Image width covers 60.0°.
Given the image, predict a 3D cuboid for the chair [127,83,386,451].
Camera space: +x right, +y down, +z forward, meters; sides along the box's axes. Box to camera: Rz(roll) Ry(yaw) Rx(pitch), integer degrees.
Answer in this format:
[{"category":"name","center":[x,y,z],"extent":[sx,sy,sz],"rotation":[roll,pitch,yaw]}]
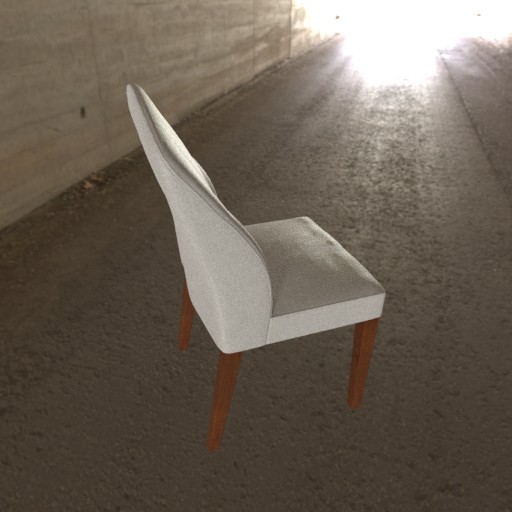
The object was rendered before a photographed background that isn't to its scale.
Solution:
[{"category":"chair","center":[0.000,0.000,1.188],"extent":[0.540,0.893,0.472],"rotation":[-10,32,-17]}]
